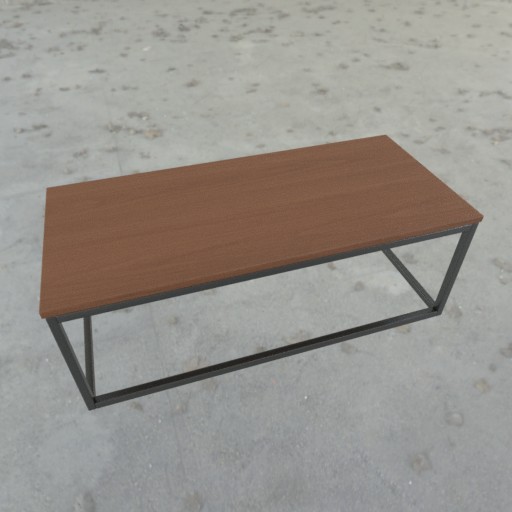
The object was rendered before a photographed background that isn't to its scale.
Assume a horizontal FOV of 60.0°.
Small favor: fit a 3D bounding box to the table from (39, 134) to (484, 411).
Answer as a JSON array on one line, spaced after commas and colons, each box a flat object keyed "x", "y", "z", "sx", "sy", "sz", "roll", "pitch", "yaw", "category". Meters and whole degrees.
[{"x": 0.000, "y": 0.000, "z": 1.347, "sx": 1.100, "sy": 0.400, "sz": 0.500, "roll": -12, "pitch": 43, "yaw": -13, "category": "table"}]
